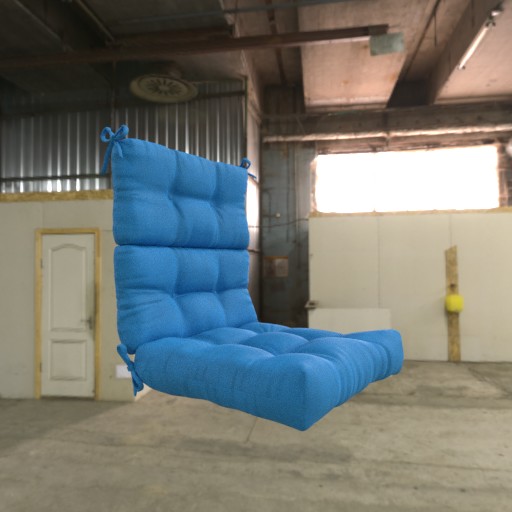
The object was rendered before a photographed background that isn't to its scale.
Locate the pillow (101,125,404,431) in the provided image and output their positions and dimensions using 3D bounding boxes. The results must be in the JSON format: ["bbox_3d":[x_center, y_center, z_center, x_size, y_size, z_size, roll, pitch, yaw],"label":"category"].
[{"bbox_3d":[0.000,0.000,1.057,0.571,0.605,0.519,-1,-1,37],"label":"pillow"}]
